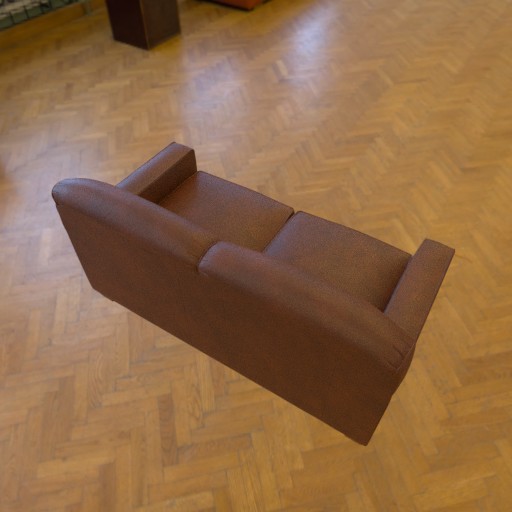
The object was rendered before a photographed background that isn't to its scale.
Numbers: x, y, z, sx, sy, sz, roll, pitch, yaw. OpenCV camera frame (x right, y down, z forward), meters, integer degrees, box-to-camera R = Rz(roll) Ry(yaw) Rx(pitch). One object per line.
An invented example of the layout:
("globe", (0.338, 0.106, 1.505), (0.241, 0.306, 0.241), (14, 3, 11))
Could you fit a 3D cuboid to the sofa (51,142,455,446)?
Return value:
("sofa", (0.000, 0.000, 2.439), (1.856, 0.966, 1.000), (25, 52, 21))
